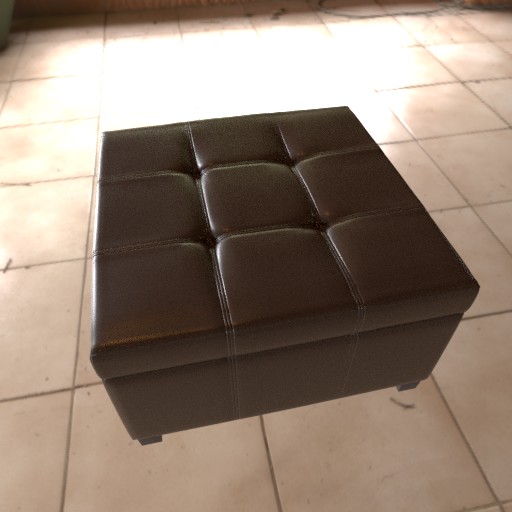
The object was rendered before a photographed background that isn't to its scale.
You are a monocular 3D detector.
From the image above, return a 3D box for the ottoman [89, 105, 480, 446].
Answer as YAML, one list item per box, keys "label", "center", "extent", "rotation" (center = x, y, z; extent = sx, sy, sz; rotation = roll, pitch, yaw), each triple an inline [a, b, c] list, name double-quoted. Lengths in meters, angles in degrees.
- label: "ottoman"
  center: [0.000, 0.000, 1.254]
  extent: [0.787, 0.460, 0.788]
  rotation: [-9, 47, -8]
